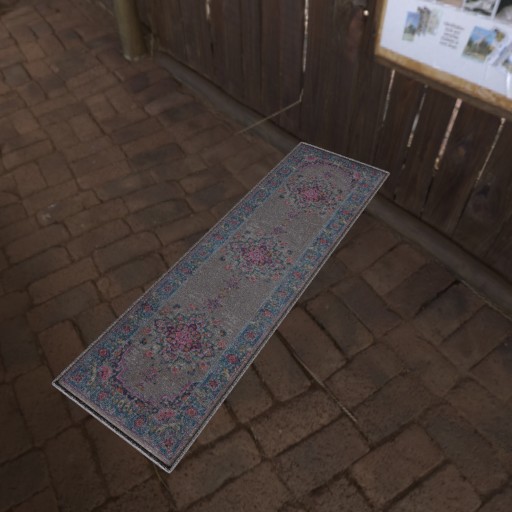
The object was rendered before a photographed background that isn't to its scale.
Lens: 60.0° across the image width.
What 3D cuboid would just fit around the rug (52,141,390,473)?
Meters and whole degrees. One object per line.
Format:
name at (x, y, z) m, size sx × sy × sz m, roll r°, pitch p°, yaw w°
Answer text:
rug at (0.000, 0.000, 1.992) m, size 0.553 × 0.012 × 1.827 m, roll 26°, pitch 52°, yaw 22°
